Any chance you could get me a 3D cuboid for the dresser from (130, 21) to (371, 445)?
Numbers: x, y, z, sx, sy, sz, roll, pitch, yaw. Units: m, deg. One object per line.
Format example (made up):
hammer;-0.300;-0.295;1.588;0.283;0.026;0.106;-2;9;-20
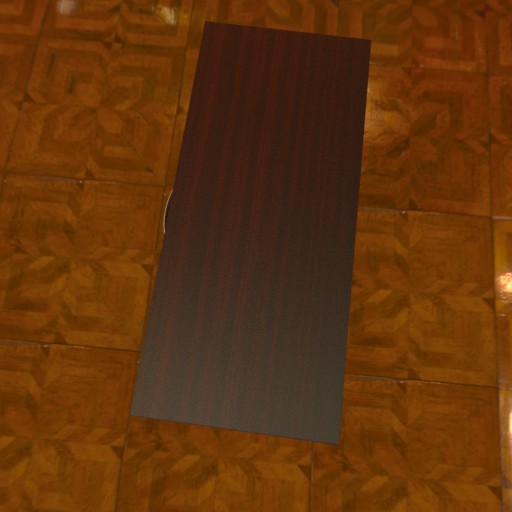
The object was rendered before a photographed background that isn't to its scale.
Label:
dresser;0.000;0.000;1.135;0.360;0.720;0.750;7;76;2
